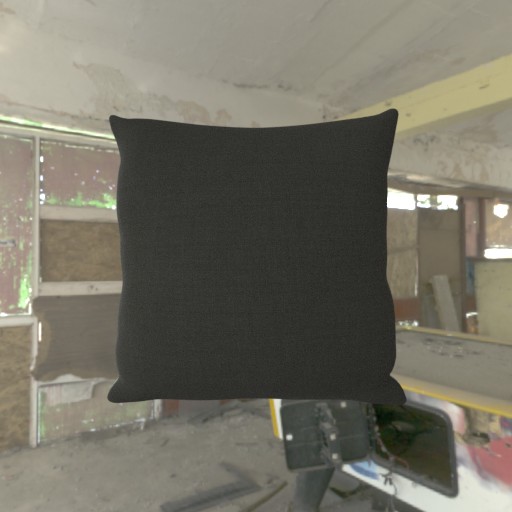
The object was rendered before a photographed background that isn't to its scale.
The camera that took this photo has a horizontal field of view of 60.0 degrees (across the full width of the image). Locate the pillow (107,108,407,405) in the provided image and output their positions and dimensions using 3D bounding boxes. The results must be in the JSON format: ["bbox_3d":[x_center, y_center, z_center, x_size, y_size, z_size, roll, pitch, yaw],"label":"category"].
[{"bbox_3d":[0.000,0.000,0.754,0.503,0.496,0.208,0,-1,1],"label":"pillow"}]
